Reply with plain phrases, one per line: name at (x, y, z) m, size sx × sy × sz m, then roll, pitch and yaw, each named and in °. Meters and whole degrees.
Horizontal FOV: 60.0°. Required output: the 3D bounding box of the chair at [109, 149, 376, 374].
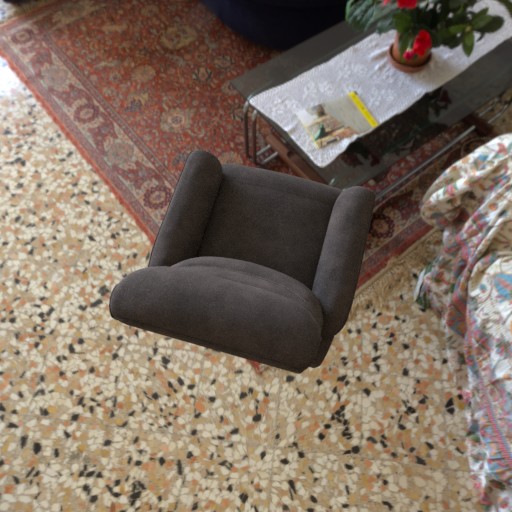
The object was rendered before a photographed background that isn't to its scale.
chair at (0.000, 0.000, 1.793) m, size 0.830 × 1.035 × 1.009 m, roll 14°, pitch 65°, yaw 7°
